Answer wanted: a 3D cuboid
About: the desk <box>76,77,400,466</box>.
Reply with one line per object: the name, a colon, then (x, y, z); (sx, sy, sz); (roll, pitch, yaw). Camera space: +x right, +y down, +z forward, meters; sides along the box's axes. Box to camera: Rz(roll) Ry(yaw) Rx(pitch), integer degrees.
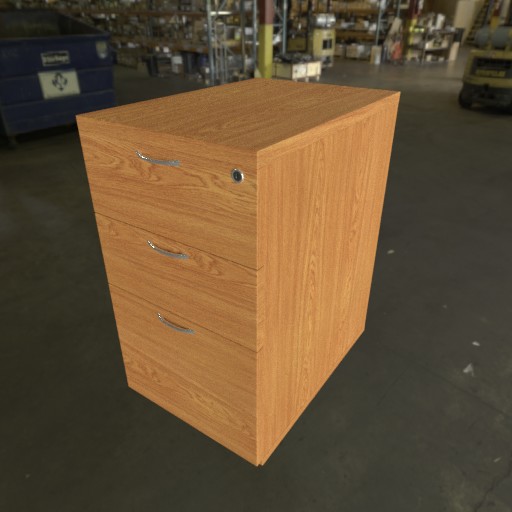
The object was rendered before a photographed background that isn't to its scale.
desk: (0.000, 0.000, 1.097); (0.404, 0.730, 0.600); (19, 35, 30)
